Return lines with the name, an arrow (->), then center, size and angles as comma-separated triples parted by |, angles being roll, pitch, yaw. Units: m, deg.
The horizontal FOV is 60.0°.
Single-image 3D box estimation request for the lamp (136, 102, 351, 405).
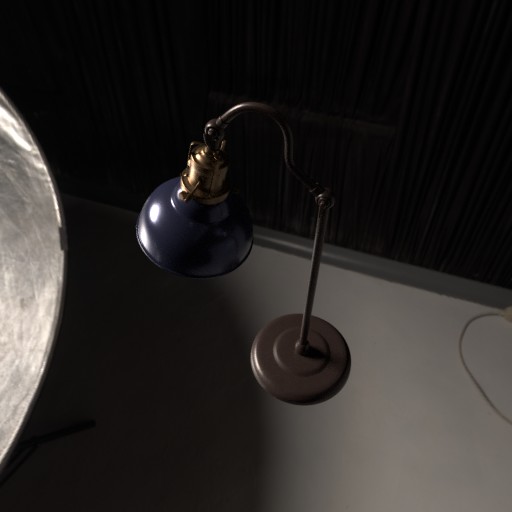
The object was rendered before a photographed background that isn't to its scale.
lamp -> 0.000, 0.000, 0.687 | 0.374, 0.508, 0.192 | 15, 49, 13
